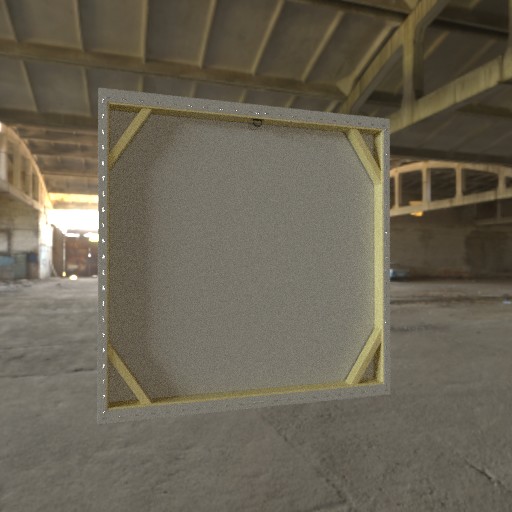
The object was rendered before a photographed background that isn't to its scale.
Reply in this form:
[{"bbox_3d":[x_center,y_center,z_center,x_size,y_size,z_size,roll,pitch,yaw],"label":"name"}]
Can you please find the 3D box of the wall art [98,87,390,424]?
[{"bbox_3d":[0.000,0.000,0.910,0.610,0.610,0.038,0,0,-17],"label":"wall art"}]
